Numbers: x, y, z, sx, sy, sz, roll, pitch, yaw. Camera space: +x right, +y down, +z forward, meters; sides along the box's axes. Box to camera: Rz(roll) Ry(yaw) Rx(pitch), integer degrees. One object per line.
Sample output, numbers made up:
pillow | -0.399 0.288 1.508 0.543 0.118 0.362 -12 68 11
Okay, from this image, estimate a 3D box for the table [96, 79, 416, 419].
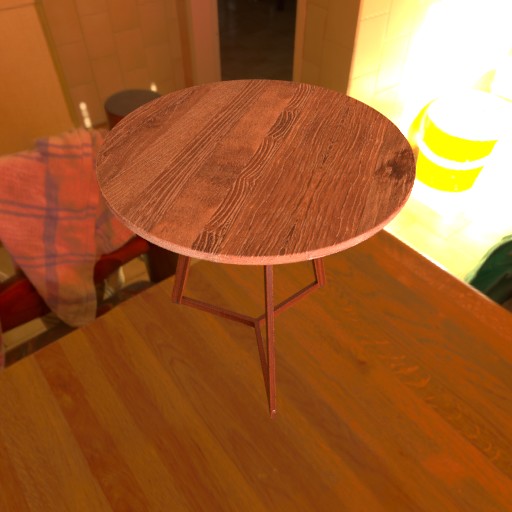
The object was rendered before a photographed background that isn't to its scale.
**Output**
table | 0.000 0.000 0.888 0.500 0.500 0.500 0 45 0
